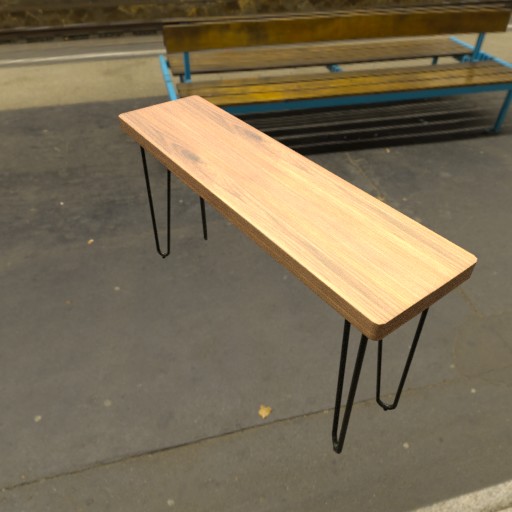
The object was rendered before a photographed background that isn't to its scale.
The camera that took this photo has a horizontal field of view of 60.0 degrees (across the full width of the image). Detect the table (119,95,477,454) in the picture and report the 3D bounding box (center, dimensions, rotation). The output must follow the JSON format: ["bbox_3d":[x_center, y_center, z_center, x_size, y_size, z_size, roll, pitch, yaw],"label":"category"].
[{"bbox_3d":[0.000,0.000,1.907,0.425,0.834,1.570,-26,47,-27],"label":"table"}]
